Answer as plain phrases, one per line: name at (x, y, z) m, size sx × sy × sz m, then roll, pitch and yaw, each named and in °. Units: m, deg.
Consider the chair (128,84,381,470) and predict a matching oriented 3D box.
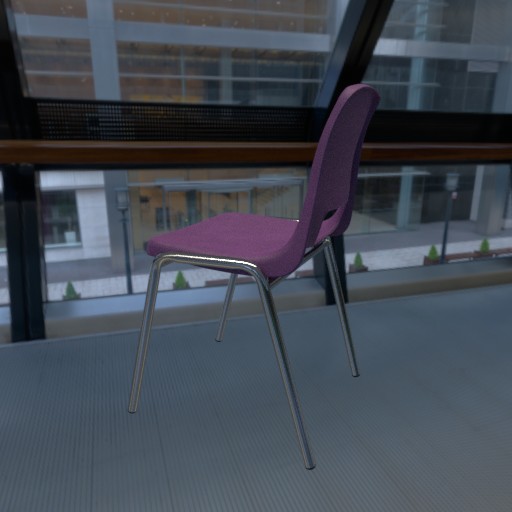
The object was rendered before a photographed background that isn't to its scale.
chair at (0.000, 0.000, 0.926) m, size 0.432 × 0.654 × 0.381 m, roll 8°, pitch 18°, yaw 25°
